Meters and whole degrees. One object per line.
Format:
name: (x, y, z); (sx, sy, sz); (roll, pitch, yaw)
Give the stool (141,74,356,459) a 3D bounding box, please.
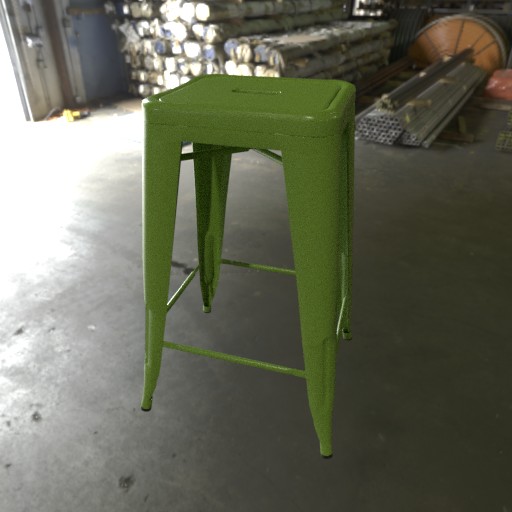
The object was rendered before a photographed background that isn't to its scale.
stool: (0.000, 0.000, 0.852); (0.398, 0.609, 0.358); (9, 33, 14)
